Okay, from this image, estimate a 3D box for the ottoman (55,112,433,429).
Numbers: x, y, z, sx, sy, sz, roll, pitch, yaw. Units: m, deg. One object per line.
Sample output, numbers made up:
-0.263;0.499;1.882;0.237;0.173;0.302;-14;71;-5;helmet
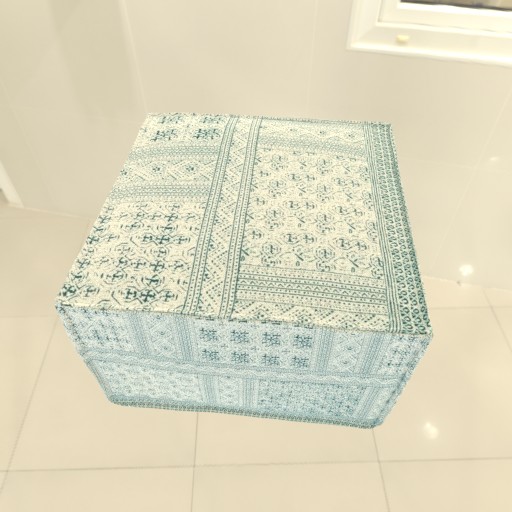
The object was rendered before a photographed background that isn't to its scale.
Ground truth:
0.000;0.000;1.041;0.617;0.439;0.626;4;48;4;ottoman
